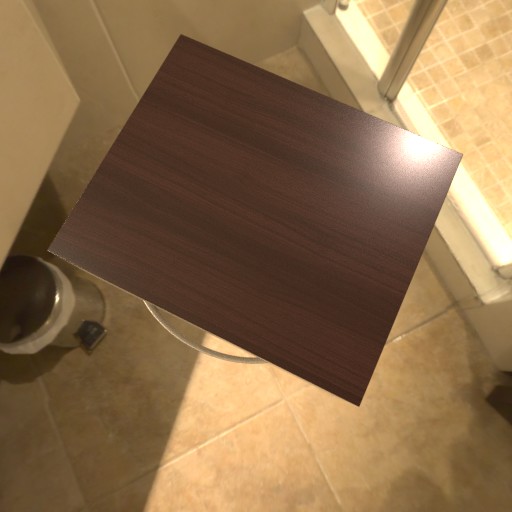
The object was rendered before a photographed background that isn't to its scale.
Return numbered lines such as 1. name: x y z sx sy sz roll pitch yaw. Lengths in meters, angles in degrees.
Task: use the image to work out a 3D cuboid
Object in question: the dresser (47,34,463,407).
1. dresser: 0.000 0.000 0.764 0.400 0.470 0.360 25 78 6
